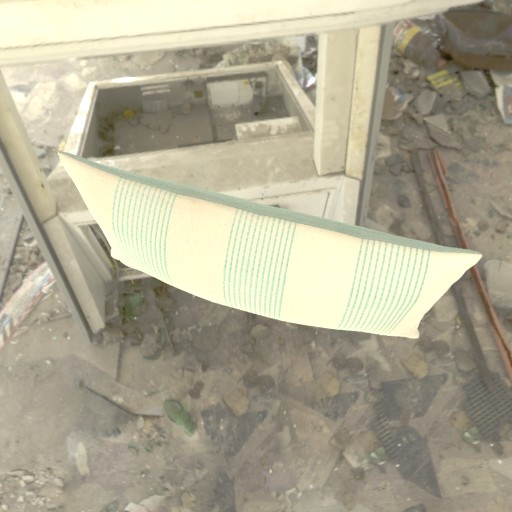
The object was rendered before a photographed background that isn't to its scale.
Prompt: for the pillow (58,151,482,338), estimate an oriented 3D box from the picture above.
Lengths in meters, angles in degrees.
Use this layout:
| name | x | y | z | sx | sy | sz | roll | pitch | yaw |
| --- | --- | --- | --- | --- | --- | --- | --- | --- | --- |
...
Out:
| name | x | y | z | sx | sy | sz | roll | pitch | yaw |
| --- | --- | --- | --- | --- | --- | --- | --- | --- | --- |
| pillow | 0.000 | 0.000 | 0.724 | 0.610 | 0.287 | 0.151 | 14 | 60 | 9 |
